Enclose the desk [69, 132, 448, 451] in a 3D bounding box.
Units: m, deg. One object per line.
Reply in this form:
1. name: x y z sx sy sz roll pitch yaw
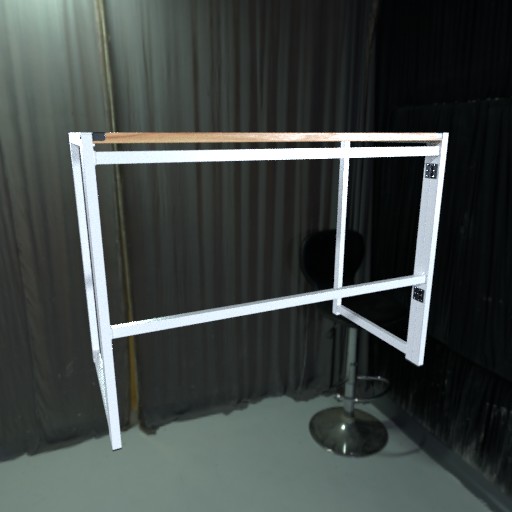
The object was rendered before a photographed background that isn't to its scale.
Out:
1. desk: 0.000 0.000 1.421 1.016 0.762 0.508 -7 17 -24
